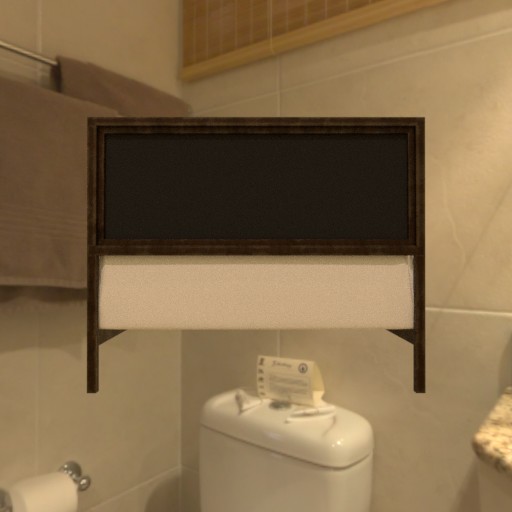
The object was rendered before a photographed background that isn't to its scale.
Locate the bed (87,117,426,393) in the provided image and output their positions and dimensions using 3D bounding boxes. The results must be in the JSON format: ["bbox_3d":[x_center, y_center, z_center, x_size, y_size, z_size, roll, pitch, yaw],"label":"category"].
[{"bbox_3d":[0.000,0.000,3.214,1.607,1.313,2.221,0,0,0],"label":"bed"}]
